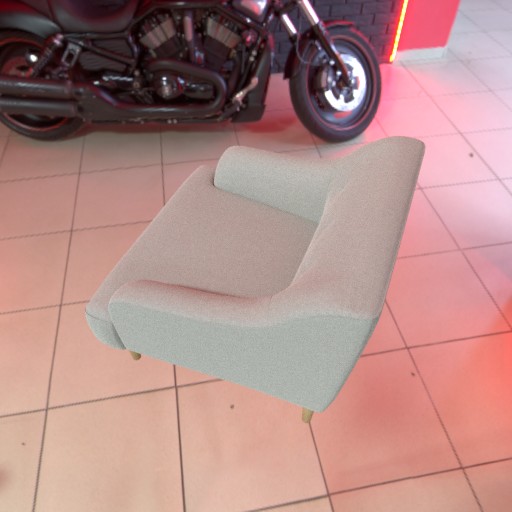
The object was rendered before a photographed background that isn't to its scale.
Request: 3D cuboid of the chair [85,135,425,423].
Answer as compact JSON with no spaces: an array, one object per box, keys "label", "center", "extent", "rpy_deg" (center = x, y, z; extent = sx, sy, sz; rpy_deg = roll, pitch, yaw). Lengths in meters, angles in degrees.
[{"label":"chair","center":[0.000,0.000,1.684],"extent":[0.951,0.818,0.946],"rpy_deg":[17,50,15]}]
